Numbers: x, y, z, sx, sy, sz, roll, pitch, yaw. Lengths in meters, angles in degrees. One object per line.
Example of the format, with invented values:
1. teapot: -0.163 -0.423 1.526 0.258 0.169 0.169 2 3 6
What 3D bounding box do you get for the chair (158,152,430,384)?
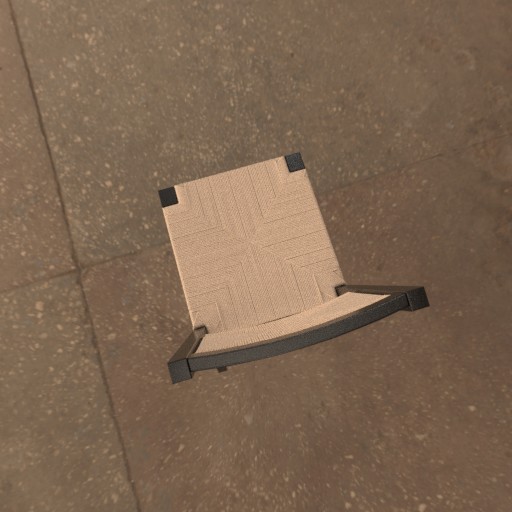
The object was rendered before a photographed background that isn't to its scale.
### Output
1. chair: 0.000 0.000 1.213 0.437 0.927 0.552 -16 77 -4
